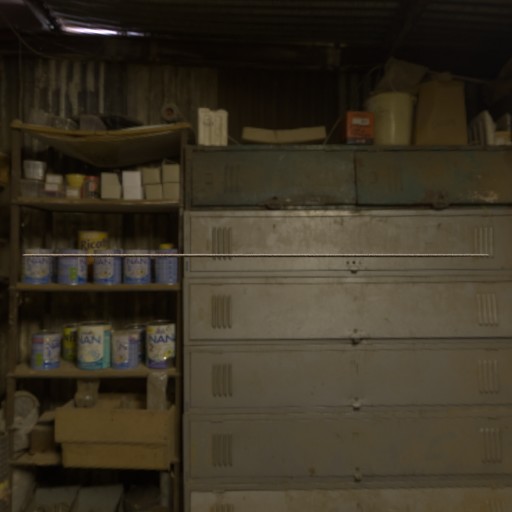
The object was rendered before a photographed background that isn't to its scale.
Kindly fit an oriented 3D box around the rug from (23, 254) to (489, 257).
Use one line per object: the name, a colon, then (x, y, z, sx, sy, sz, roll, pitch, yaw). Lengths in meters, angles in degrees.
rug: (0.000, 0.000, 2.693, 2.448, 0.012, 0.769, 0, 0, 0)
